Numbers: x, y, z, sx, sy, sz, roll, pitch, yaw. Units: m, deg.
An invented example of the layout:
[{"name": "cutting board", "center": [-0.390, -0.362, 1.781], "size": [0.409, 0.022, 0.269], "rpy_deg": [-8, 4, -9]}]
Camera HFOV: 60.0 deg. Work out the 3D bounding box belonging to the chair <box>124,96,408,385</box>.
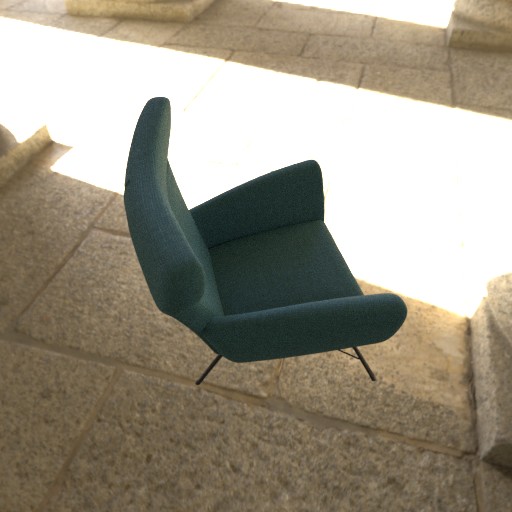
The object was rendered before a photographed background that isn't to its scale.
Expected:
[{"name": "chair", "center": [0.000, 0.000, 1.788], "size": [0.900, 0.980, 1.050], "rpy_deg": [-10, 45, -10]}]
